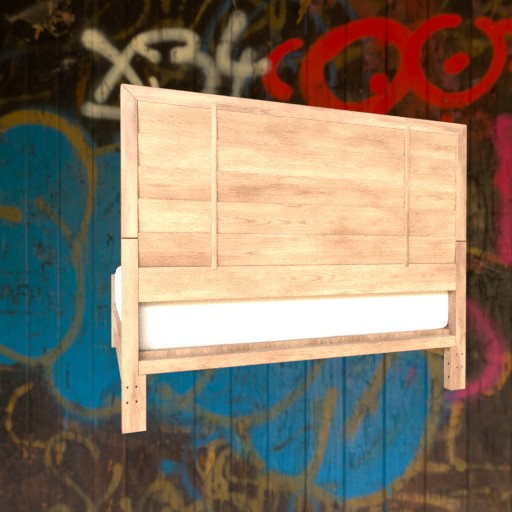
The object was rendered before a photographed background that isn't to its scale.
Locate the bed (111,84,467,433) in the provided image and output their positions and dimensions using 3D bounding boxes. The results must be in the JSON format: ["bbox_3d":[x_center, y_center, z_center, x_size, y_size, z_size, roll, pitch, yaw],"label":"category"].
[{"bbox_3d":[0.000,0.000,3.347,2.032,1.626,2.032,0,1,-19],"label":"bed"}]
